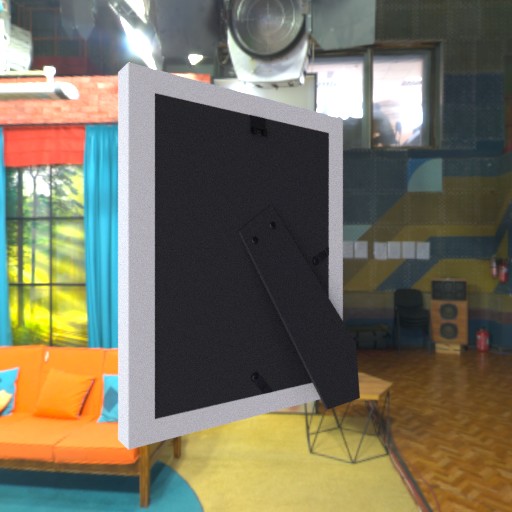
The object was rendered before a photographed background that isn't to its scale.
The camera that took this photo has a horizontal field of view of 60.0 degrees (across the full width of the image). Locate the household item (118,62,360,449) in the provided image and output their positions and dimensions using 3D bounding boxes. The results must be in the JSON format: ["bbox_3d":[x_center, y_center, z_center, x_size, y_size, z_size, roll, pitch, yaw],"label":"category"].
[{"bbox_3d":[0.000,0.000,0.342,0.200,0.250,0.045,0,0,-36],"label":"household item"}]
